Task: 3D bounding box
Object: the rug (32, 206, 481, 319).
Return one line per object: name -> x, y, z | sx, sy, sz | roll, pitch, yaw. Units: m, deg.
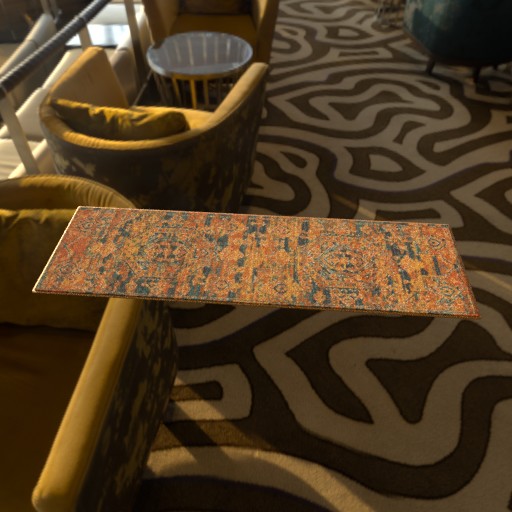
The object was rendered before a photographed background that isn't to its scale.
rug -> 0.000, 0.000, 1.978 | 1.820, 0.013, 0.556 | 3, 46, 3
